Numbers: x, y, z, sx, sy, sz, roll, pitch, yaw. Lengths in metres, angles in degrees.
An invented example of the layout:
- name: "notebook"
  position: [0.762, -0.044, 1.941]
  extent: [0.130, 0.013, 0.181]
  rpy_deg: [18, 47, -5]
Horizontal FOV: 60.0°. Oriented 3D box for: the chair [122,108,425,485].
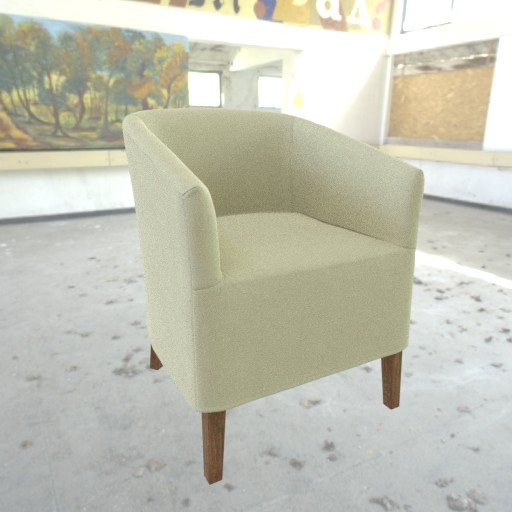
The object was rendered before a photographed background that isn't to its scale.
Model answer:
- name: "chair"
  position: [0.000, 0.000, 1.276]
  extent: [0.643, 0.822, 0.657]
  rpy_deg: [-9, 19, -28]
